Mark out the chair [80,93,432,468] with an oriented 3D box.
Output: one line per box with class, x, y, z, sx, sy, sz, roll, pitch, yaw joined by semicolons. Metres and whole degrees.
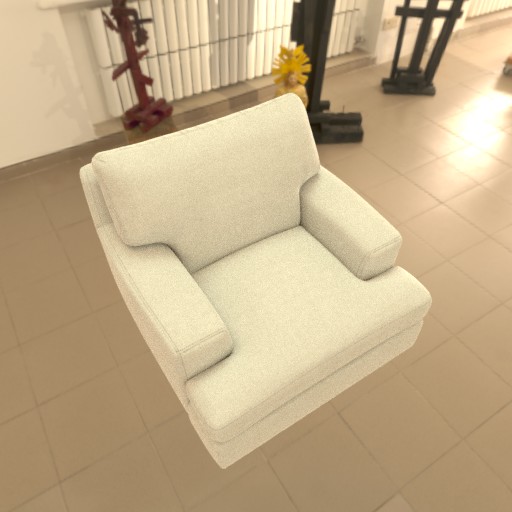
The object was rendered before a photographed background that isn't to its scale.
chair;0.000;0.000;1.956;1.140;0.930;1.158;-25;51;-22
